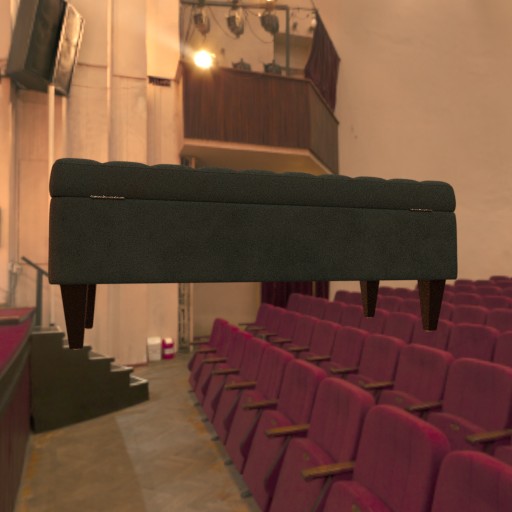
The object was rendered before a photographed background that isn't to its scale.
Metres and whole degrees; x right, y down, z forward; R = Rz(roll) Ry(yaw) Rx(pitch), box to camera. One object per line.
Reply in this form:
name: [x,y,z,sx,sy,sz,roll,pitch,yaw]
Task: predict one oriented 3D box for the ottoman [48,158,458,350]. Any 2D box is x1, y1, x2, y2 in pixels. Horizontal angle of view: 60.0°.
ottoman: [0.000,0.000,1.410,1.151,0.469,0.482,0,-1,-17]
